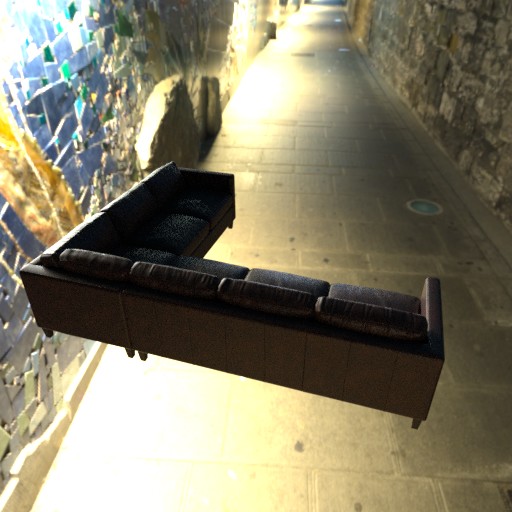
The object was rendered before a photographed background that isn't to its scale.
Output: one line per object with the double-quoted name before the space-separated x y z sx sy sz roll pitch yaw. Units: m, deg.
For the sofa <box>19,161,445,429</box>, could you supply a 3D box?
"sofa" 0.000 0.000 4.178 3.152 0.836 2.438 10 33 15
